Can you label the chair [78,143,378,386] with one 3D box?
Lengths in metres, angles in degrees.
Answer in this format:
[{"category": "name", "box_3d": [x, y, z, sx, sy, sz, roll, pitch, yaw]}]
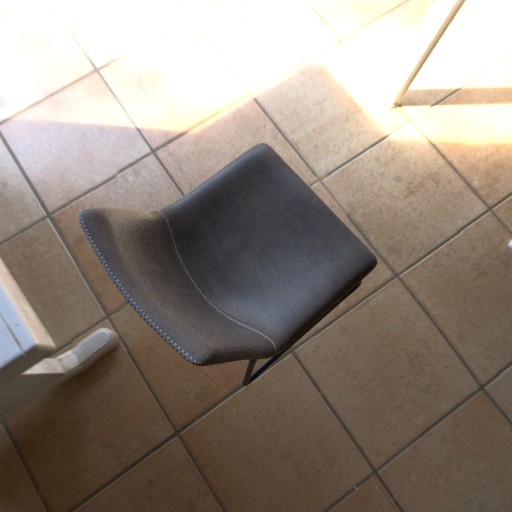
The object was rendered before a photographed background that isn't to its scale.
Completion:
[{"category": "chair", "box_3d": [0.000, 0.000, 1.130, 0.550, 0.780, 0.460, -40, 78, -10]}]
